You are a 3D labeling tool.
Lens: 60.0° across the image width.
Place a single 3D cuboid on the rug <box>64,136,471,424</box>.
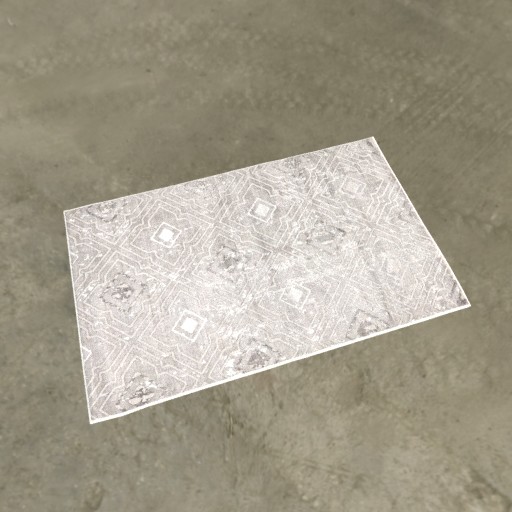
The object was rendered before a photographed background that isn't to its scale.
[{"bbox_3d":[0.000,0.000,3.035,2.447,0.036,1.537,-15,62,-8],"label":"rug"}]
